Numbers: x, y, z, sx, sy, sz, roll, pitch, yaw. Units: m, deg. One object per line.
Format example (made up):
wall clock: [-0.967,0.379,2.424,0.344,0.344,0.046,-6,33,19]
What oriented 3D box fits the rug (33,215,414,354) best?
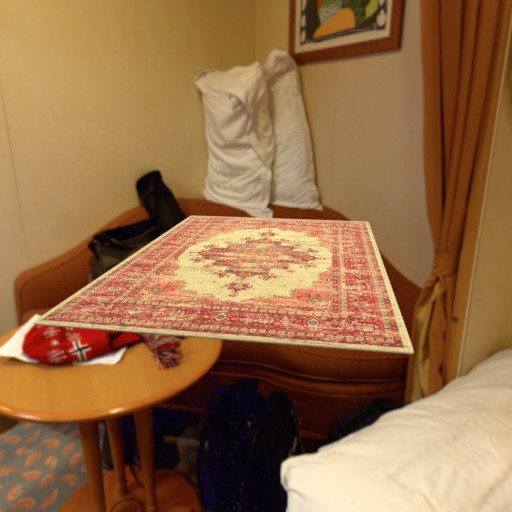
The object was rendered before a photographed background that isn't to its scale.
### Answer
rug: [0.000,0.000,3.617,2.005,0.014,2.878,3,17,9]
